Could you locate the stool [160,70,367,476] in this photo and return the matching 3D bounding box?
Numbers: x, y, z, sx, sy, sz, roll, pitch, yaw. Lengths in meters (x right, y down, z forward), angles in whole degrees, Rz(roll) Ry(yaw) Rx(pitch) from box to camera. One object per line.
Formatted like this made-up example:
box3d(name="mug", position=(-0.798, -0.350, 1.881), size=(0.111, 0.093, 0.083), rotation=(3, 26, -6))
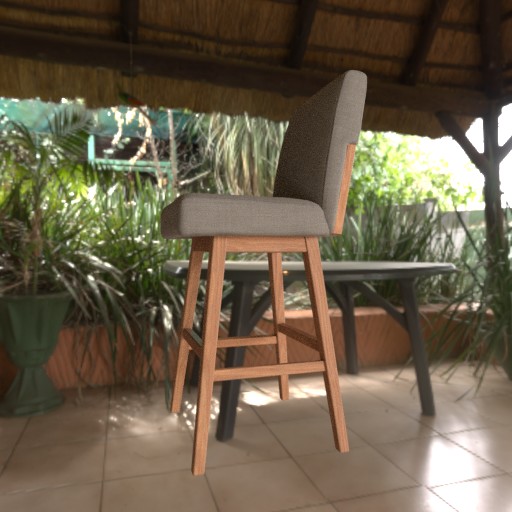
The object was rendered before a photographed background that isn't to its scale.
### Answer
box3d(name="stool", position=(0.000, 0.000, 1.422), size=(0.570, 1.112, 0.483), rotation=(0, 1, -18))
